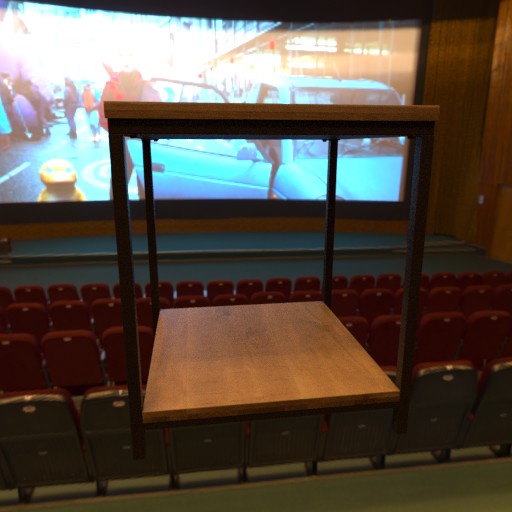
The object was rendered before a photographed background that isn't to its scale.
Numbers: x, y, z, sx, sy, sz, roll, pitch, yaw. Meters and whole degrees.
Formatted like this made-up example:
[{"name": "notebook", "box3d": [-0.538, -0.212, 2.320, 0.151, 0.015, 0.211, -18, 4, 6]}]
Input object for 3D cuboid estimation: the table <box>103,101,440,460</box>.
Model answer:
[{"name": "table", "box3d": [0.000, 0.000, 0.969, 0.507, 0.589, 0.503, -2, 14, -8]}]
